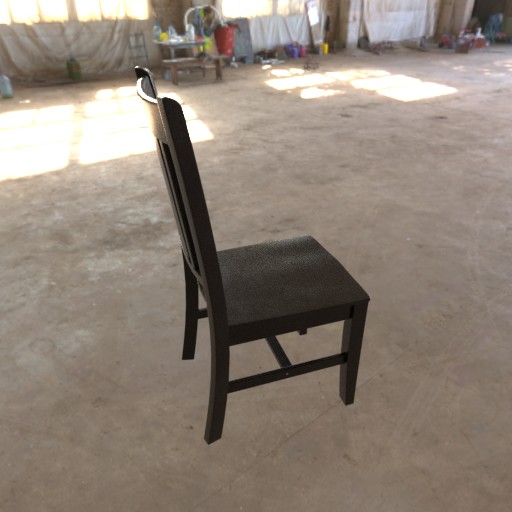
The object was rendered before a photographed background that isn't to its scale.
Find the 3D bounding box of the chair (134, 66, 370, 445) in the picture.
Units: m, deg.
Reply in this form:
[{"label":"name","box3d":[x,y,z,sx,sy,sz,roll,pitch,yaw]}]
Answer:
[{"label":"chair","box3d":[0.000,0.000,1.297,0.555,0.998,0.450,-10,32,-16]}]
